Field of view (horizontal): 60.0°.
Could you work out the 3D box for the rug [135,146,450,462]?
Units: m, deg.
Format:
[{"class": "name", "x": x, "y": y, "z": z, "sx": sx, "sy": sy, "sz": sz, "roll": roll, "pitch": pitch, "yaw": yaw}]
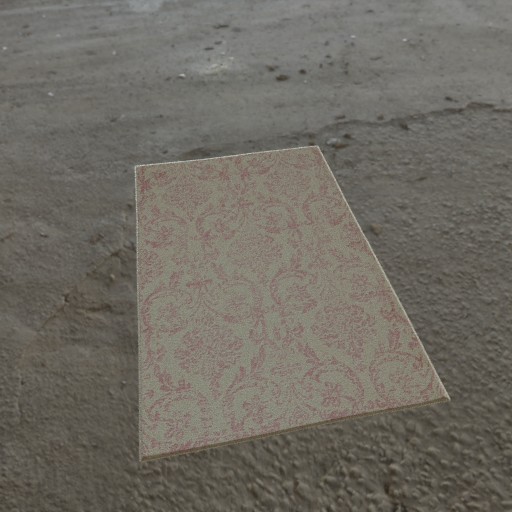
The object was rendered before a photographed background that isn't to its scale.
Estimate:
[{"class": "rug", "x": 0.000, "y": 0.000, "z": 3.426, "sx": 1.819, "sy": 0.018, "sz": 2.746, "roll": -8, "pitch": 47, "yaw": -8}]
